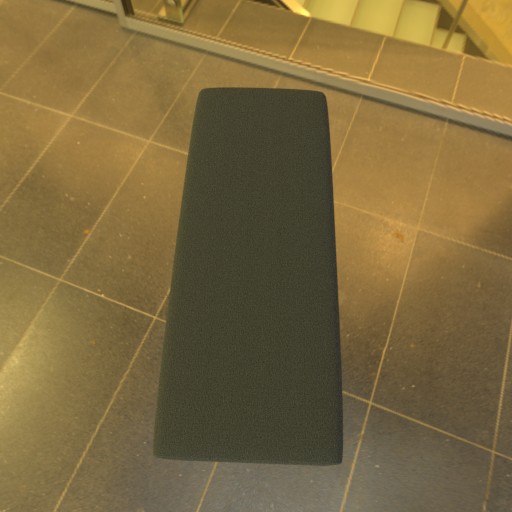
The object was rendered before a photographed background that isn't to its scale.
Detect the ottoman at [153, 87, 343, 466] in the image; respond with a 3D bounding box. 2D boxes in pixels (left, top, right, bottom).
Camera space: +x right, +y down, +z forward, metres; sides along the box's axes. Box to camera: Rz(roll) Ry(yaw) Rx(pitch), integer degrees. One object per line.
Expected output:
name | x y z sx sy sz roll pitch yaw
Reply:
ottoman | 0.000 0.000 1.896 0.646 0.393 1.609 2 64 1
